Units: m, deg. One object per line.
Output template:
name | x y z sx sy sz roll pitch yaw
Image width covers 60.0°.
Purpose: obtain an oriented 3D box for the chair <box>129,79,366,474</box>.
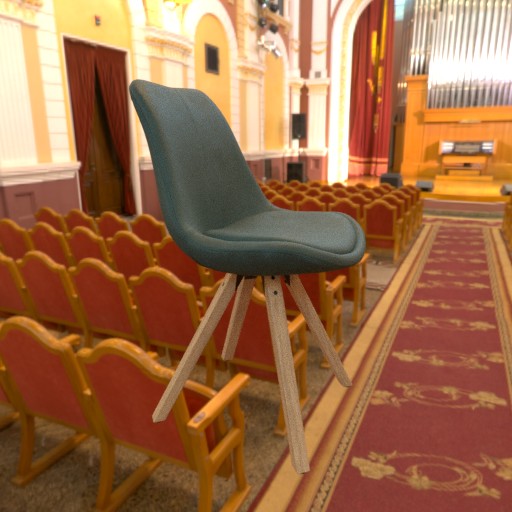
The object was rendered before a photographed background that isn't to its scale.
chair | 0.000 0.000 1.159 0.547 0.865 0.483 7 16 25
